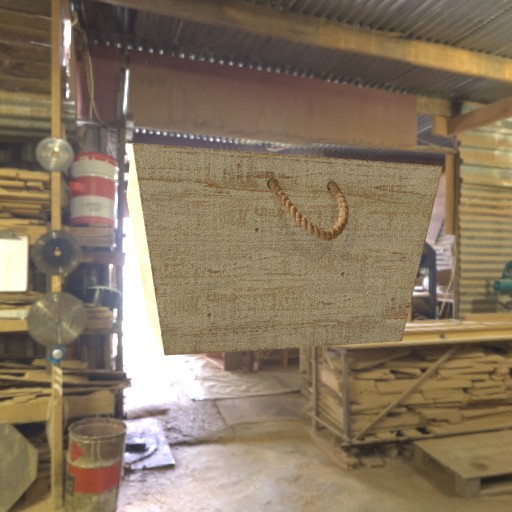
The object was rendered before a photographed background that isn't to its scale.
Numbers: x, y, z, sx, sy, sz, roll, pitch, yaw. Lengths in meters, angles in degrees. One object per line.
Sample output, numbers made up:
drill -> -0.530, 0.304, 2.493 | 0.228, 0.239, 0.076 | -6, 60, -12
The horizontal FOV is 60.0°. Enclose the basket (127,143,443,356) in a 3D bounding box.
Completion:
basket -> 0.000, 0.000, 0.746 | 0.413, 0.247, 0.545 | 0, -1, -17
